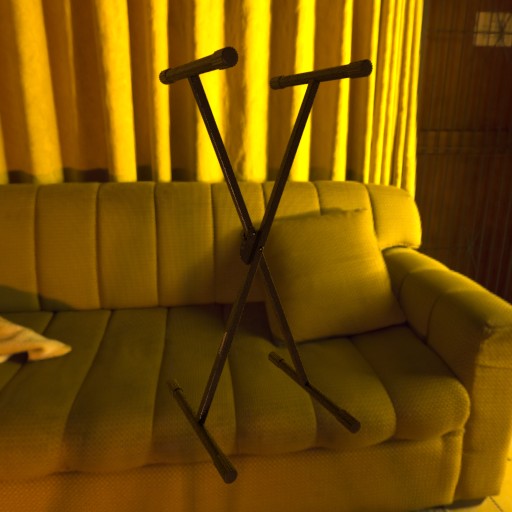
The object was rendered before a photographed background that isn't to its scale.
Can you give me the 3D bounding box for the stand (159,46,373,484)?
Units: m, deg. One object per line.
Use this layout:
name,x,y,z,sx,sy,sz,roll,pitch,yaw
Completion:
stand,0.000,0.000,1.178,0.409,0.940,0.449,-8,18,-27
